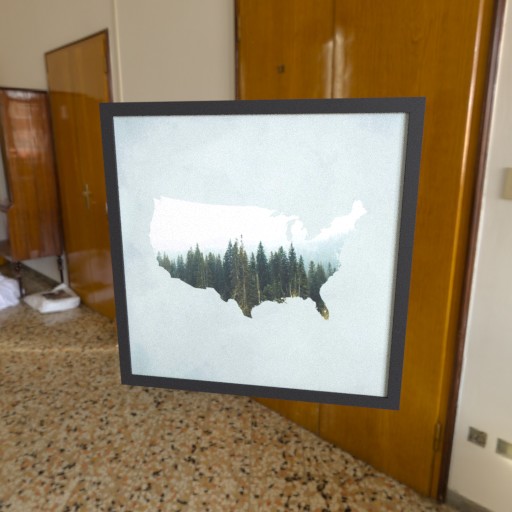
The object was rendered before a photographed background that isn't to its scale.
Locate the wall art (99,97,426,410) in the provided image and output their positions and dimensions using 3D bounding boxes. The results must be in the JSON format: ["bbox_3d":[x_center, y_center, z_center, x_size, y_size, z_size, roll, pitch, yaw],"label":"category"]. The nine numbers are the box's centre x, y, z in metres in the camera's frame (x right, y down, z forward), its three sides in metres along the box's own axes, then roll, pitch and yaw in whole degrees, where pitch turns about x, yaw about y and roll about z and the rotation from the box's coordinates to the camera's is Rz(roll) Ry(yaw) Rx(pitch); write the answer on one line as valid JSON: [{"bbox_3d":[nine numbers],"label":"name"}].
[{"bbox_3d":[0.000,0.000,0.461,0.304,0.304,0.038,2,14,9],"label":"wall art"}]
